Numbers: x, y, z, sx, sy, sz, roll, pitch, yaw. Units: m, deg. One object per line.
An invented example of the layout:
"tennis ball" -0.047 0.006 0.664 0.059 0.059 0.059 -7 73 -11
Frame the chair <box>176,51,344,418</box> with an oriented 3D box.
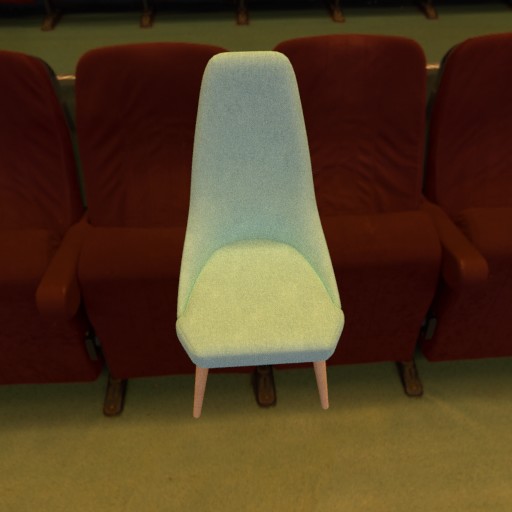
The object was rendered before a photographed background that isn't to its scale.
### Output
"chair" 0.000 0.000 1.432 0.510 1.040 0.660 -3 46 -3
